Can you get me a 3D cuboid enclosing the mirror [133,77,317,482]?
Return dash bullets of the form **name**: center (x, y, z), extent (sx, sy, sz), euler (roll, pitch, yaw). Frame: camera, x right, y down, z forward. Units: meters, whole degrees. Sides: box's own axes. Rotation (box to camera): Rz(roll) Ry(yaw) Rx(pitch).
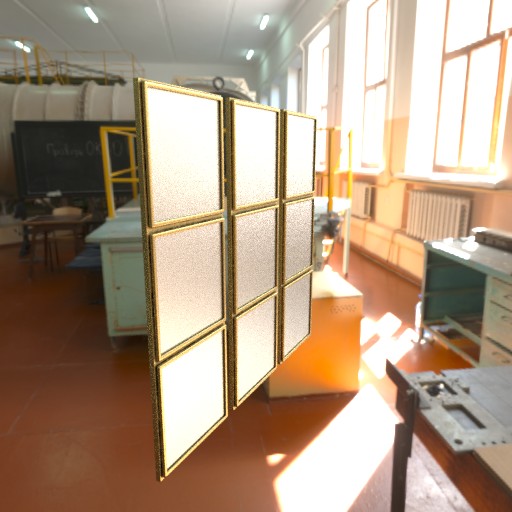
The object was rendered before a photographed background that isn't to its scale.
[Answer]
- **mirror**: center (0.000, 0.000, 1.414), extent (0.023, 0.926, 1.011), euler (7, 14, 27)
